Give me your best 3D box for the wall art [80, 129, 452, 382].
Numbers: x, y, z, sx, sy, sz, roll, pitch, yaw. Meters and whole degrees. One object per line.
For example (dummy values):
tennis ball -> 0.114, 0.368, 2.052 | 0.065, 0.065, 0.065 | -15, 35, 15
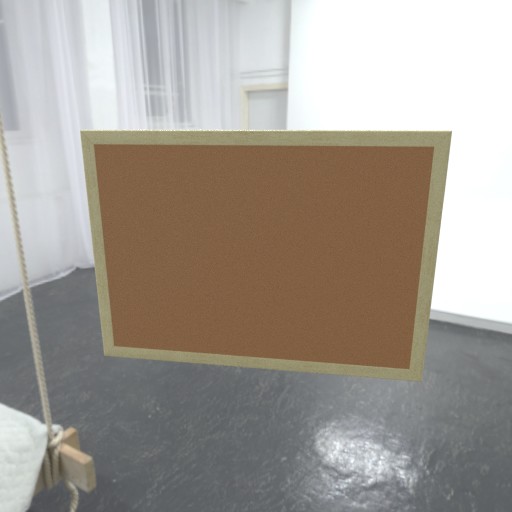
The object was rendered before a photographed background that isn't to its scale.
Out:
wall art -> 0.000, 0.000, 0.697 | 0.533, 0.381, 0.032 | 3, 17, 8
